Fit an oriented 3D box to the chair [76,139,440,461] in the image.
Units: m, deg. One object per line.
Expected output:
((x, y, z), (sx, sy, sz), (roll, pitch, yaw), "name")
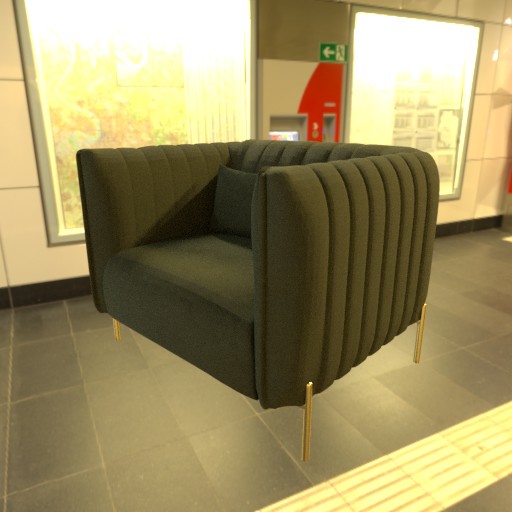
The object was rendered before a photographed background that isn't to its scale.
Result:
((0.000, 0.000, 1.631), (1.032, 0.794, 0.877), (16, 23, 41), "chair")
